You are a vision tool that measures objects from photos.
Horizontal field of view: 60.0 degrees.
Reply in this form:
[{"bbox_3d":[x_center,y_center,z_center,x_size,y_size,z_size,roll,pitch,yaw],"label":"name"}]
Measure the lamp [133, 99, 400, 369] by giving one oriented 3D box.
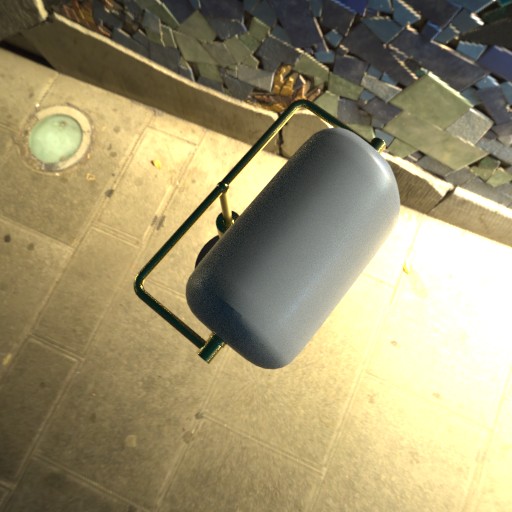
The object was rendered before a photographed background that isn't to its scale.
[{"bbox_3d":[0.000,0.000,0.566,0.227,0.404,0.269,38,78,10],"label":"lamp"}]
